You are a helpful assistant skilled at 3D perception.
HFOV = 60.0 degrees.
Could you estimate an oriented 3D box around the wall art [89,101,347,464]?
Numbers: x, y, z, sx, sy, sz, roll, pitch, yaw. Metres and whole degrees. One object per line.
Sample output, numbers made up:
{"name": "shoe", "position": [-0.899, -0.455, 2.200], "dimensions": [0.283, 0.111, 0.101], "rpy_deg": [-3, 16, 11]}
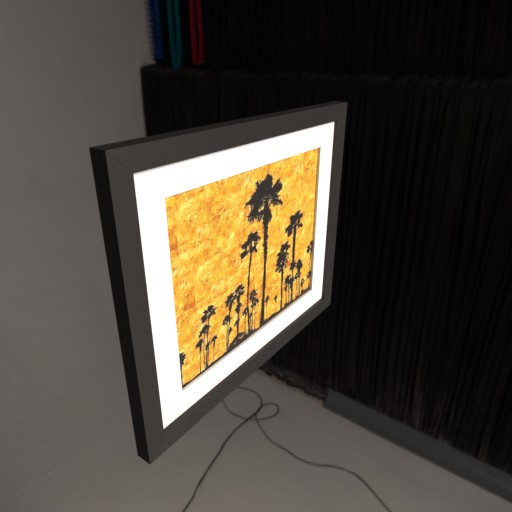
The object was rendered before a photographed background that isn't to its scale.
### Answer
{"name": "wall art", "position": [0.000, 0.000, 0.765], "dimensions": [0.028, 0.460, 0.561], "rpy_deg": [18, 30, 33]}
